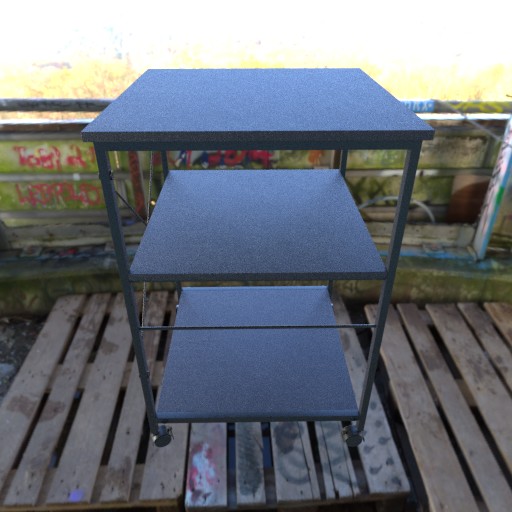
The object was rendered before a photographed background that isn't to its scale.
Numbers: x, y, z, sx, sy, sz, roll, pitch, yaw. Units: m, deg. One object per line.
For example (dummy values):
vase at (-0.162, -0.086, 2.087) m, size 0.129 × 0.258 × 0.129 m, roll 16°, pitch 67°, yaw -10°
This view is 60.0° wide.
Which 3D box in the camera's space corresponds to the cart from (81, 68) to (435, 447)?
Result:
cart at (0.000, 0.000, 1.072) m, size 0.520 × 0.762 × 0.521 m, roll 0°, pitch 32°, yaw -1°
